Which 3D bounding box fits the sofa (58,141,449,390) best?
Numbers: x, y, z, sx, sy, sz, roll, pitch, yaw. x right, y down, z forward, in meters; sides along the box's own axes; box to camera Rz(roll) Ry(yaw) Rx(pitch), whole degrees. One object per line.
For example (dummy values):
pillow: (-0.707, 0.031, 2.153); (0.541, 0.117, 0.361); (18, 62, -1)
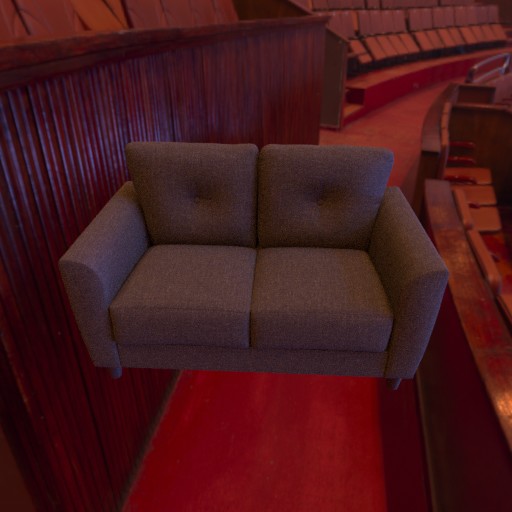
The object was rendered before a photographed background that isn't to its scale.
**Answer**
sofa: (0.000, 0.000, 2.028); (1.423, 0.885, 0.851); (2, 30, 3)
